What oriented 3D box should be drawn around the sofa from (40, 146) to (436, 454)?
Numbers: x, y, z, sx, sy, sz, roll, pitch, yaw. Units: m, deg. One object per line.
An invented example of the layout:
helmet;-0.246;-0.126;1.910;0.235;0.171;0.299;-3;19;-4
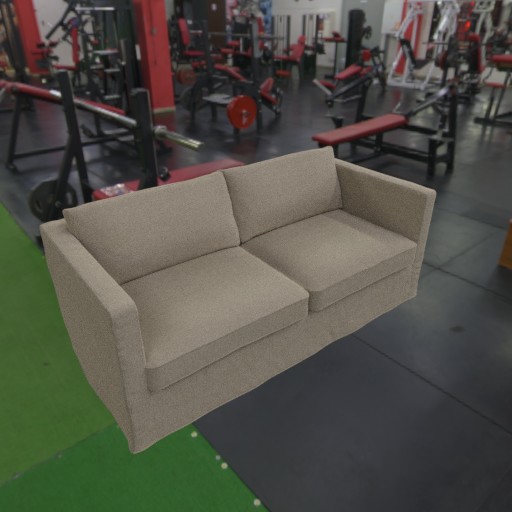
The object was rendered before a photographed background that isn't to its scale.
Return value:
sofa;0.000;0.000;2.482;1.987;0.847;0.956;-20;35;-32
